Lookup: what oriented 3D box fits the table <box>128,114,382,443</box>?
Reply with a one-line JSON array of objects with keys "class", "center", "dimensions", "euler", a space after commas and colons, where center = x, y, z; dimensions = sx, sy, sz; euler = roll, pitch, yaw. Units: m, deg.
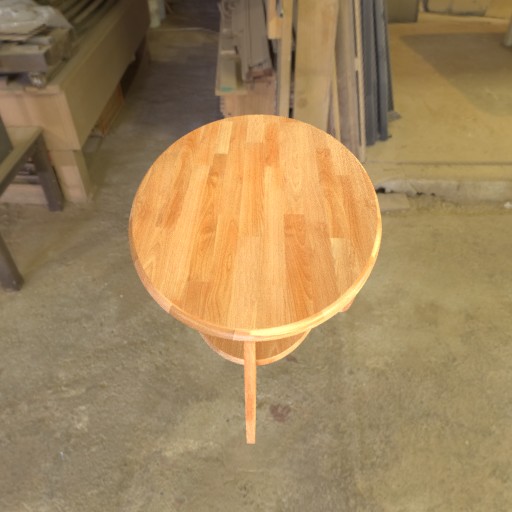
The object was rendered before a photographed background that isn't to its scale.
[{"class": "table", "center": [0.000, 0.000, 1.397], "dimensions": [0.690, 0.490, 1.040], "euler": [1, 41, 1]}]
